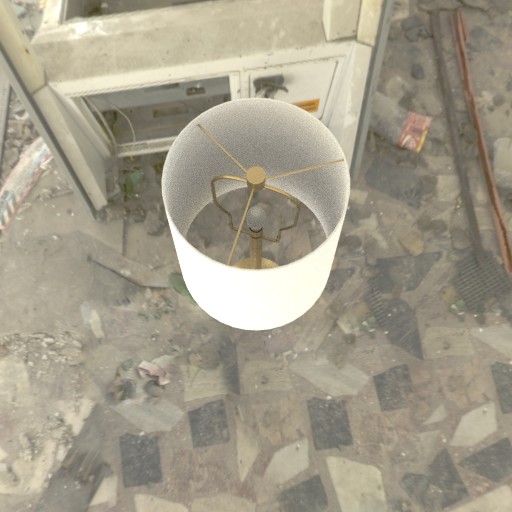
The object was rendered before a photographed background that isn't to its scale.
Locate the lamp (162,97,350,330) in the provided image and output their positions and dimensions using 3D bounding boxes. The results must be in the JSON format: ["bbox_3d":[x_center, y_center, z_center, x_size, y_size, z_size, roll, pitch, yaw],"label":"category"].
[{"bbox_3d":[0.000,0.000,0.688,0.231,0.569,0.231,0,75,0],"label":"lamp"}]
